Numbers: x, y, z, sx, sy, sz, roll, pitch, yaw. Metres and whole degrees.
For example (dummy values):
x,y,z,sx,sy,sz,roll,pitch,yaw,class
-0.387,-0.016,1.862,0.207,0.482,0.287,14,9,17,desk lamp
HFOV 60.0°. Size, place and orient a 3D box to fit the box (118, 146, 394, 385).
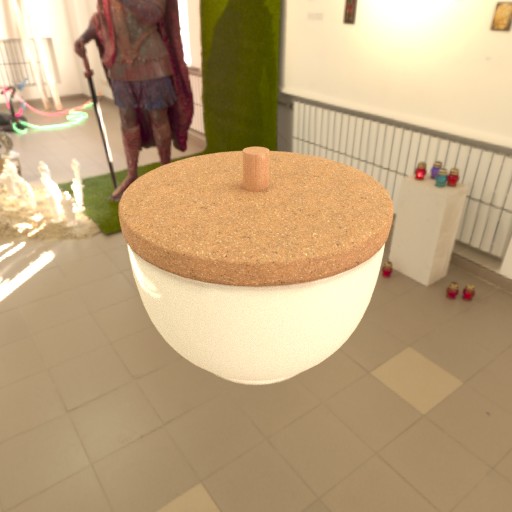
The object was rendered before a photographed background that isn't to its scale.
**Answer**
x,y,z,sx,sy,sz,roll,pitch,yaw,class
0.000,0.000,0.193,0.107,0.094,0.107,0,31,0,box
